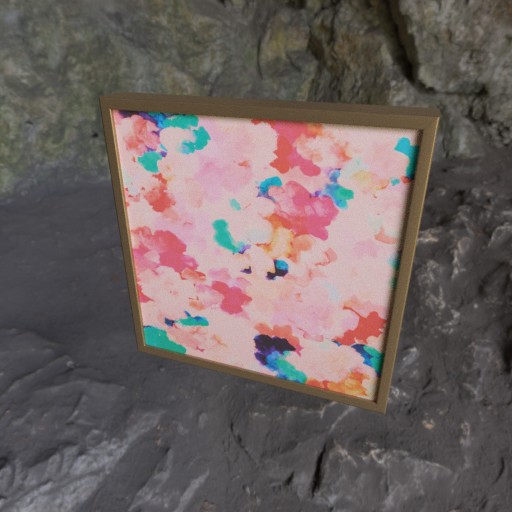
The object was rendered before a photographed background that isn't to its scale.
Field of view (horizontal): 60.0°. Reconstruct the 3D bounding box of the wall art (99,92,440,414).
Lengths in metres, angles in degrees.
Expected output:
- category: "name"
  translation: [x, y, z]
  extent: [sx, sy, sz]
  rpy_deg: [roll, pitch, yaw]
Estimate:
- category: "wall art"
  translation: [0.000, 0.000, 0.460]
  extent: [0.304, 0.305, 0.038]
  rpy_deg: [9, 29, 18]
